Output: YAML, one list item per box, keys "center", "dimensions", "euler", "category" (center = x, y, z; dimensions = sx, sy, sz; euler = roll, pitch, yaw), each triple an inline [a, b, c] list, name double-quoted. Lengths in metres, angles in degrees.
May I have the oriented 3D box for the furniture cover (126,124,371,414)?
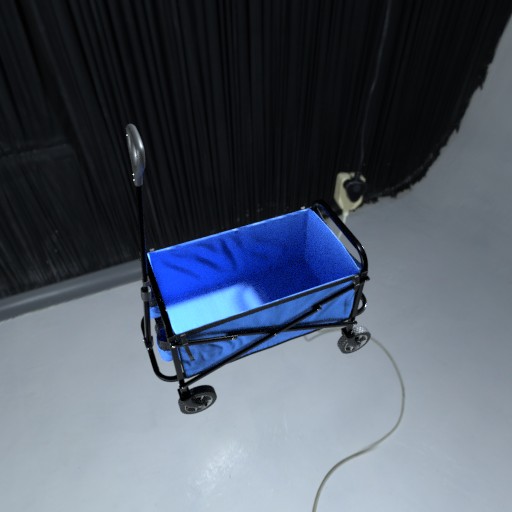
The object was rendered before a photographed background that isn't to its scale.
- center: [0.000, 0.000, 1.805]
  dimensions: [1.038, 1.295, 0.532]
  euler: [-17, 48, -16]
  category: "furniture cover"
